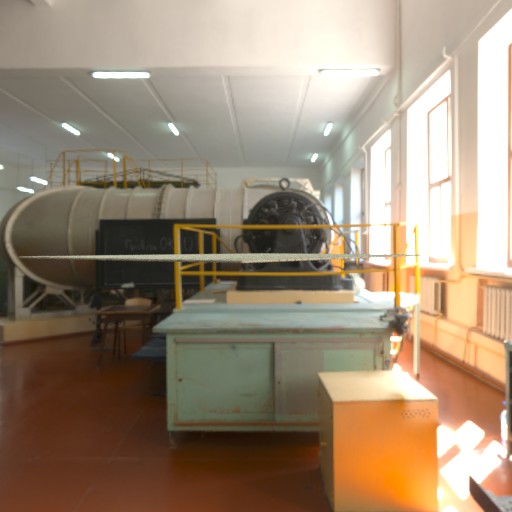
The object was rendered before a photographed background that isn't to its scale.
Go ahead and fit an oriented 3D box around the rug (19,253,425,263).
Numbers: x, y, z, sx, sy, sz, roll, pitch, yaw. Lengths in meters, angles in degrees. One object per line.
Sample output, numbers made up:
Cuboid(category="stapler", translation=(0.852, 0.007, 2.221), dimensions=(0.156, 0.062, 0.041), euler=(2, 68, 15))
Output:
Cuboid(category="rug", translation=(0.000, 0.000, 2.295), dimensions=(1.211, 0.007, 1.827), euler=(1, 1, 36))
